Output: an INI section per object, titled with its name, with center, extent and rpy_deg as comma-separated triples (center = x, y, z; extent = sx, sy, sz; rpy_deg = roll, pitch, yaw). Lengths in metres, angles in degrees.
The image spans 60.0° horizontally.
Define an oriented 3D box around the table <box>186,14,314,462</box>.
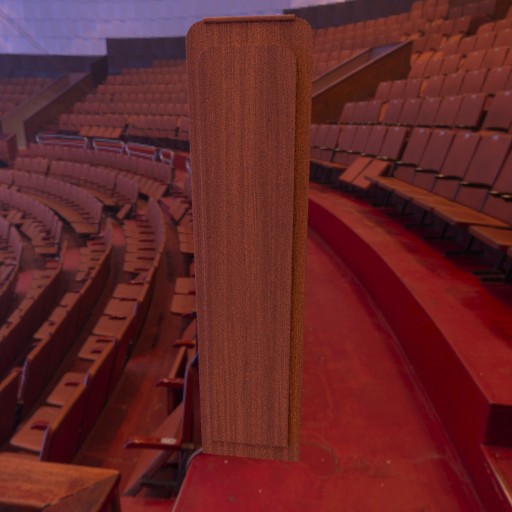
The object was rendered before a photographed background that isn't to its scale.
[table]
center = 0.000, 0.000, 1.964
extent = 0.450, 1.830, 0.420
rpy_deg = 2, 17, 7
